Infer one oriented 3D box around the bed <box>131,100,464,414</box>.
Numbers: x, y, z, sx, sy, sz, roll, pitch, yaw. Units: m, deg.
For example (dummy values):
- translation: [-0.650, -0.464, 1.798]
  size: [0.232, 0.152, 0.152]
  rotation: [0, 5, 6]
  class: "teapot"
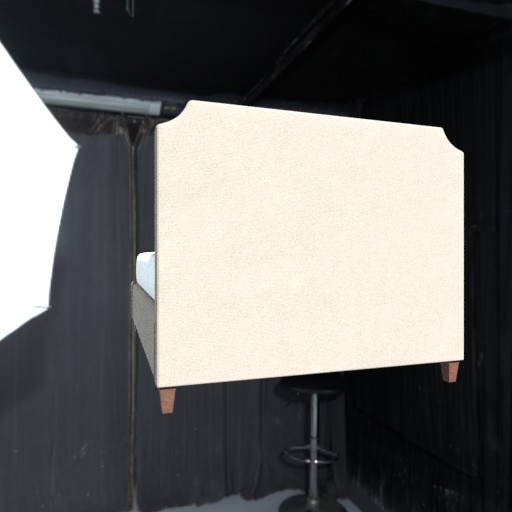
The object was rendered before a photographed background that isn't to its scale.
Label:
- translation: [0.000, 0.000, 3.318]
  size: [1.703, 1.415, 2.329]
  rotation: [0, 0, -18]
  class: "bed"
